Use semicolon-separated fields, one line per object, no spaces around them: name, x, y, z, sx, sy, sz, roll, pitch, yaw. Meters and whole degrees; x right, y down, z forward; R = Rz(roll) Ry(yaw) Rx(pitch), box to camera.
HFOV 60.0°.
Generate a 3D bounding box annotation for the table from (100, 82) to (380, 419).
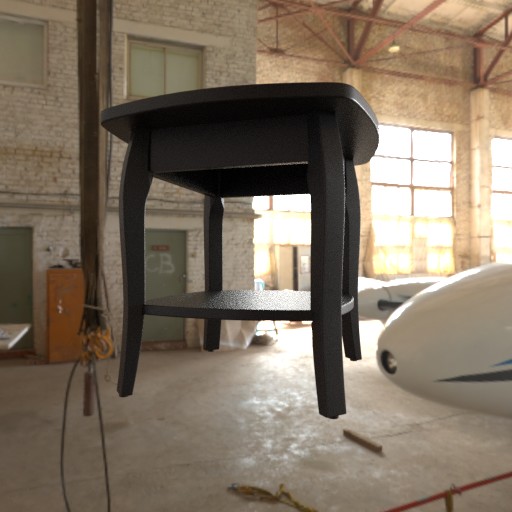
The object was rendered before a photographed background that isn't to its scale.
table;0.000;0.000;0.849;0.457;0.457;0.508;0;0;17
